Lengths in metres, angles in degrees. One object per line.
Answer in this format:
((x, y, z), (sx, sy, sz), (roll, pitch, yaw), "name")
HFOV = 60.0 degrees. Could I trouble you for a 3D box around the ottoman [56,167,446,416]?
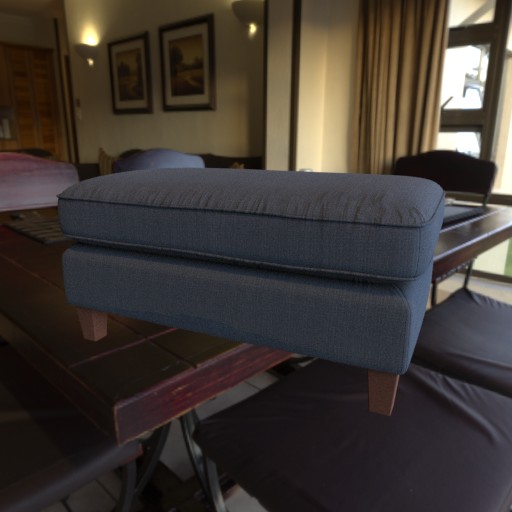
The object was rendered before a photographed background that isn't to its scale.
((0.000, 0.000, 1.179), (0.885, 0.438, 0.570), (7, 17, 24), "ottoman")
